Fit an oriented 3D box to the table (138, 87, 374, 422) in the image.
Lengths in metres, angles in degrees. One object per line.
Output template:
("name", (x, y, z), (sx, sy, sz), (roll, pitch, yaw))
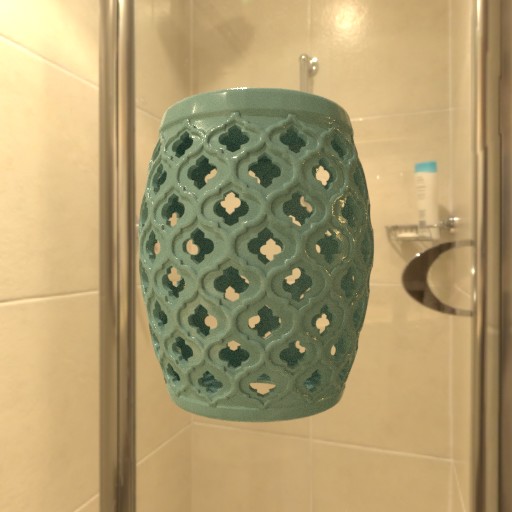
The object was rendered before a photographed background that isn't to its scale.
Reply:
("table", (0.000, 0.000, 0.632), (0.325, 0.388, 0.325), (0, 0, 0))
